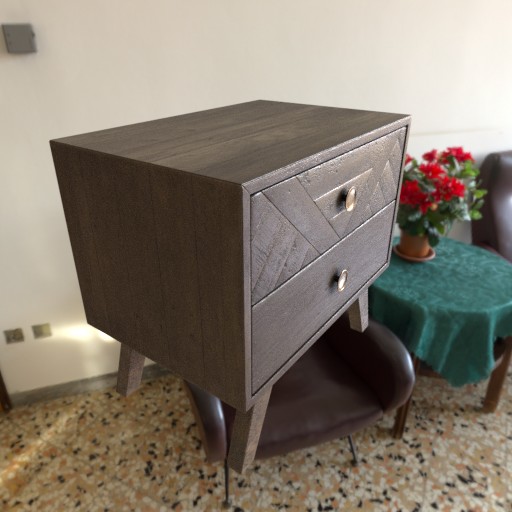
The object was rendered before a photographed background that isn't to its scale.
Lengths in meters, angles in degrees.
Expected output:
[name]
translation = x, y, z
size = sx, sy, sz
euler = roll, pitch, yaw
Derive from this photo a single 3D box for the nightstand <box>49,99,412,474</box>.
[nightstand]
translation = 0.000, 0.000, 1.047
size = 0.450, 0.599, 0.650
euler = 18, 32, 32
